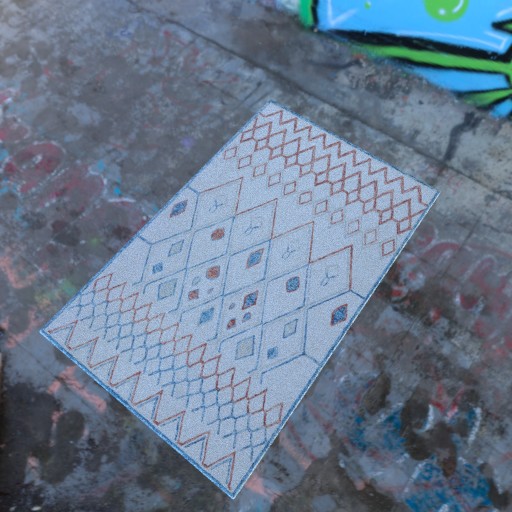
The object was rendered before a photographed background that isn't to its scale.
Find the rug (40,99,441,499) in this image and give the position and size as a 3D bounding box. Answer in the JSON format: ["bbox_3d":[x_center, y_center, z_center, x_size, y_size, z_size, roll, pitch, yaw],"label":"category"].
[{"bbox_3d":[0.000,0.000,2.972,1.524,0.015,2.438,34,68,16],"label":"rug"}]
